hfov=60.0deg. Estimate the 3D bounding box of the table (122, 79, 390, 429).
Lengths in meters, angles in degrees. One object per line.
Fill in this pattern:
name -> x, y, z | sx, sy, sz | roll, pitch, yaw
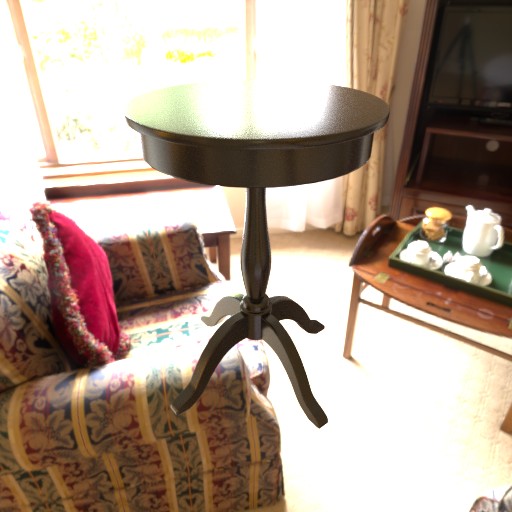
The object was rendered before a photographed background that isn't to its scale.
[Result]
table -> 0.000, 0.000, 0.986 | 0.481, 0.665, 0.481 | 0, 31, 0
